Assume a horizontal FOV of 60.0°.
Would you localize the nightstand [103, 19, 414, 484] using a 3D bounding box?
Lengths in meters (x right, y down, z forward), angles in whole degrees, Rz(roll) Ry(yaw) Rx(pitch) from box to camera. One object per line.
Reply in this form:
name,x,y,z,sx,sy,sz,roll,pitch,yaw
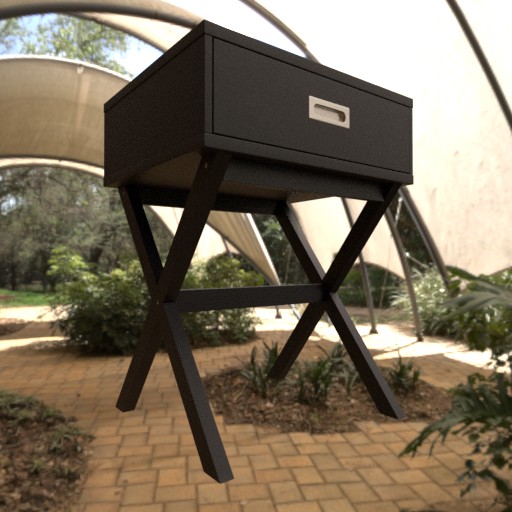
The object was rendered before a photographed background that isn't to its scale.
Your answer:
nightstand,0.000,0.000,0.889,0.479,0.623,0.402,1,-1,-37
